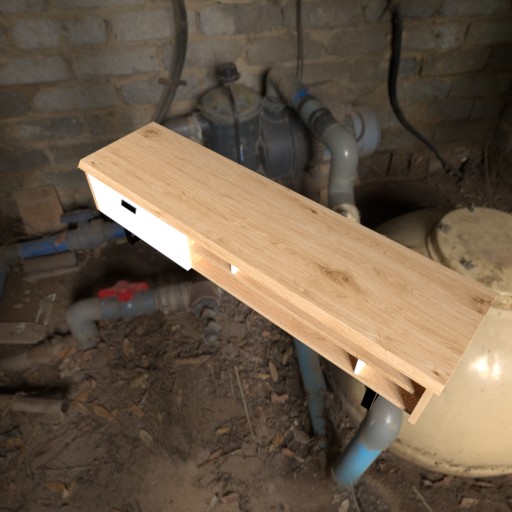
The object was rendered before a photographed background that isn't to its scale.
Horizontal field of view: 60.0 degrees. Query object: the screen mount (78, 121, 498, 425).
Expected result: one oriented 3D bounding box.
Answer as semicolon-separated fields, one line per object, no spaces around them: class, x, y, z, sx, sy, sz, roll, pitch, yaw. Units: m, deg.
screen mount;0.000;0.000;1.866;1.700;0.430;0.450;31;54;26
